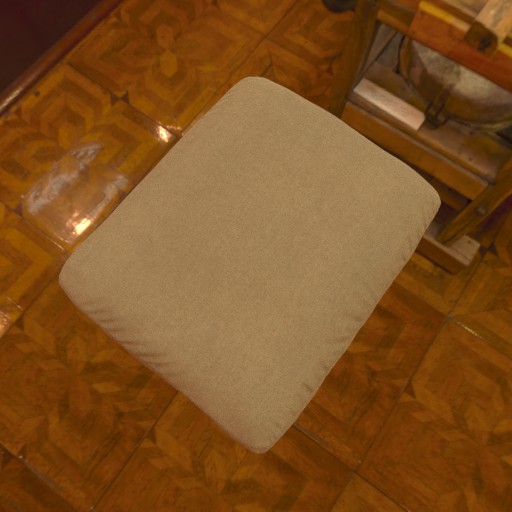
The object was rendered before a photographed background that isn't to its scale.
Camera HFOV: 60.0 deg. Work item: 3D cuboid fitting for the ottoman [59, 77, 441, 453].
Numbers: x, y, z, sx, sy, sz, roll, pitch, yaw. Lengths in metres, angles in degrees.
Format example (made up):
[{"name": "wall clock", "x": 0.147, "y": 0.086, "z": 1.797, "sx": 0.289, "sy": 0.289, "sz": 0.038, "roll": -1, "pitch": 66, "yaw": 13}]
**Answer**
[{"name": "ottoman", "x": 0.000, "y": 0.000, "z": 1.259, "sx": 0.683, "sy": 0.481, "sz": 0.837, "roll": 37, "pitch": 77, "yaw": 10}]
